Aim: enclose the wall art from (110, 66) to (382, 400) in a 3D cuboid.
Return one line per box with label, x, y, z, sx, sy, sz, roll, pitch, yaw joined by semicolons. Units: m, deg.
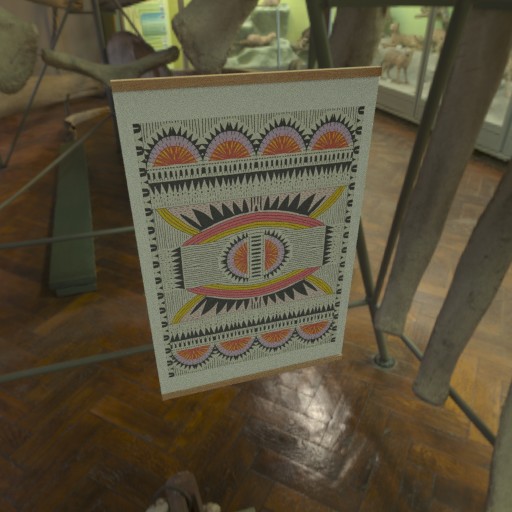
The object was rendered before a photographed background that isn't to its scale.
wall art;0.000;0.000;1.982;0.999;1.533;0.028;-9;33;-14
